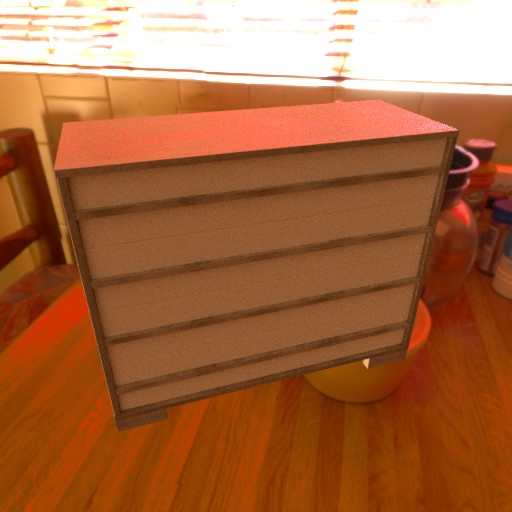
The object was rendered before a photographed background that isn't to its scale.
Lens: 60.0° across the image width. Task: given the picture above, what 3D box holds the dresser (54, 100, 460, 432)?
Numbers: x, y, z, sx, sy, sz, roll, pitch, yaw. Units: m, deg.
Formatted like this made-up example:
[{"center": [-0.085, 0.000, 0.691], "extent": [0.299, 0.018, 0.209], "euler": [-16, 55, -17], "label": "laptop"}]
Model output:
[{"center": [0.000, 0.000, 1.404], "extent": [0.994, 0.816, 0.404], "euler": [-9, 32, -15], "label": "dresser"}]
